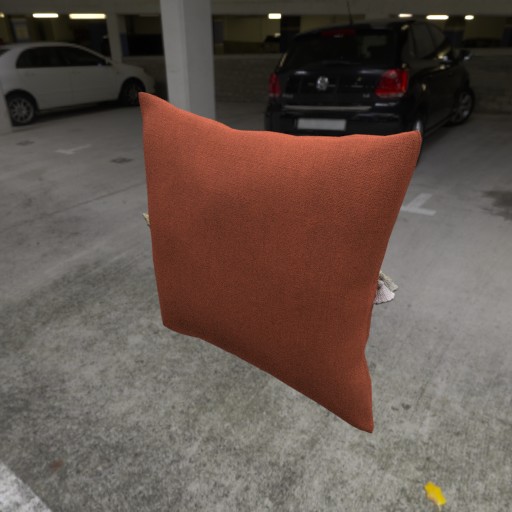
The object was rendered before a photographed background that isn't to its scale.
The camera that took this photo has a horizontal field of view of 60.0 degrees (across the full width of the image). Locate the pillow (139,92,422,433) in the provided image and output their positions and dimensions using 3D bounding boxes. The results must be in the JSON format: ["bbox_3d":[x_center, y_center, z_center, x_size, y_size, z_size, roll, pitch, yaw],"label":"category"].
[{"bbox_3d":[0.000,0.000,0.737,0.490,0.482,0.165,20,34,31],"label":"pillow"}]
